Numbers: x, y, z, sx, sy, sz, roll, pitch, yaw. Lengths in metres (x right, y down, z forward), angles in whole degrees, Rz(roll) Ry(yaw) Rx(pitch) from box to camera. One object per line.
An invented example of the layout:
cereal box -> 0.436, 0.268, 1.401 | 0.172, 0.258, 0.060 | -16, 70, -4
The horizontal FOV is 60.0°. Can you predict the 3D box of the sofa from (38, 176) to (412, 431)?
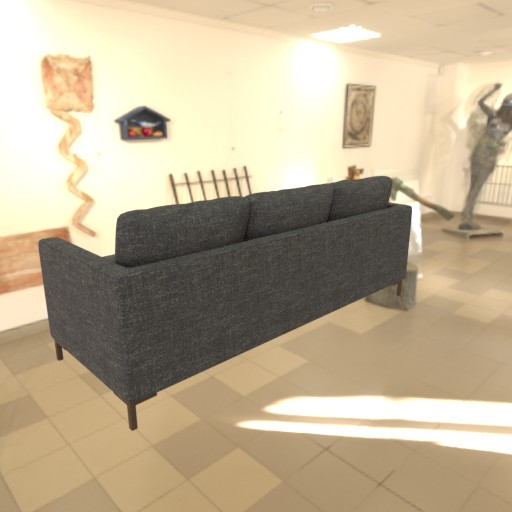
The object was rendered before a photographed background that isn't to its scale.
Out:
sofa -> 0.000, 0.000, 2.691 | 2.218, 0.874, 0.859 | -15, 22, -42
